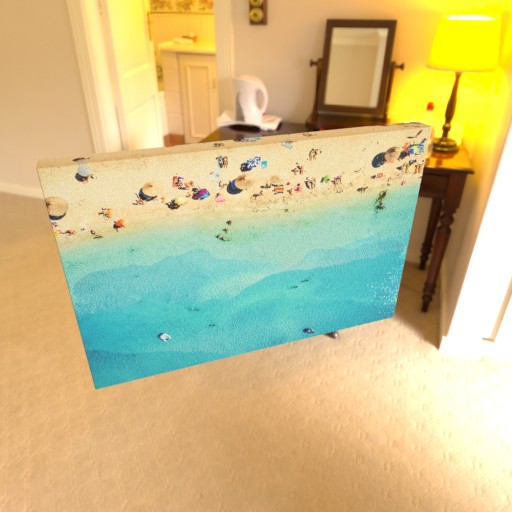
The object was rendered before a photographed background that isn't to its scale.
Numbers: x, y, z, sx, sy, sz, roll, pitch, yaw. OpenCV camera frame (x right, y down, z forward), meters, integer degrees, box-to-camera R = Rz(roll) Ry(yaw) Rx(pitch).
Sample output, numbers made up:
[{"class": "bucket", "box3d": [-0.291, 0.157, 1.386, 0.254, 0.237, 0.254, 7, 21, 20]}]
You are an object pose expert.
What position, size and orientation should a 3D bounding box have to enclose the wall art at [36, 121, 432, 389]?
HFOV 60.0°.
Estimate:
[{"class": "wall art", "box3d": [0.000, 0.000, 0.773, 0.609, 0.406, 0.039, -10, 33, -16]}]
